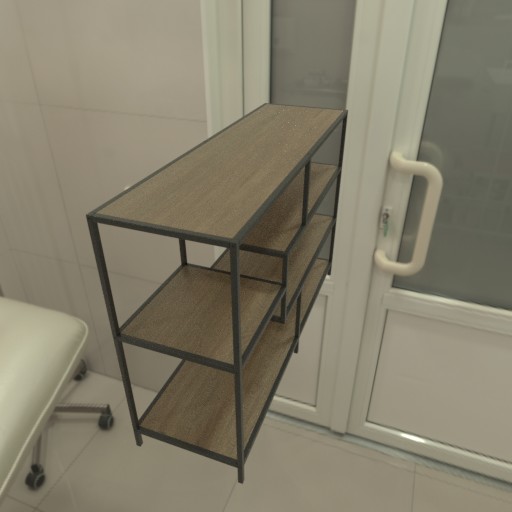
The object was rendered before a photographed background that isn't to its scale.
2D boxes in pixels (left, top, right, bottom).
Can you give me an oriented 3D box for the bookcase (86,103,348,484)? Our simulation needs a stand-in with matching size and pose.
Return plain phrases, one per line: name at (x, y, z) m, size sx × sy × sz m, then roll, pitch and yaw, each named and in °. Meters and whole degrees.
bookcase at (0.000, 0.000, 1.552) m, size 0.350 × 0.780 × 1.140 m, roll 11°, pitch 33°, yaw 18°
